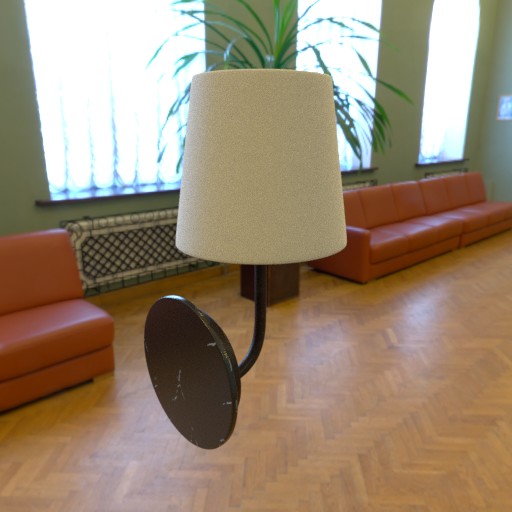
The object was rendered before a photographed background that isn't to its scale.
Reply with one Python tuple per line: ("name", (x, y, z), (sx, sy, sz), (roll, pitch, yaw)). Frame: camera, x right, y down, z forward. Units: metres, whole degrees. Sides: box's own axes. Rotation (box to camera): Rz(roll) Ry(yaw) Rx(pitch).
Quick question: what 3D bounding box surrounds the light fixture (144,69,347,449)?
("light fixture", (0.000, 0.000, 0.448), (0.188, 0.337, 0.168), (-14, 21, -41))
